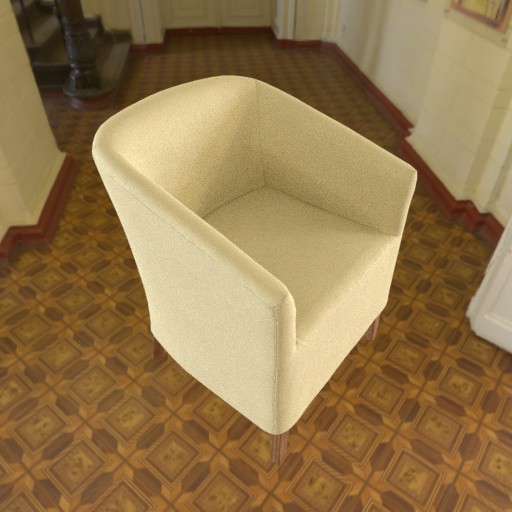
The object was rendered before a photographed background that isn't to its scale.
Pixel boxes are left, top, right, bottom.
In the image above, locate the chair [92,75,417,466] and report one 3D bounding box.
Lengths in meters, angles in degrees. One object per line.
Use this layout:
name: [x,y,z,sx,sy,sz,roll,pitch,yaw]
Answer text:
chair: [0.000,0.000,1.297,0.657,0.822,0.643,27,47,28]
